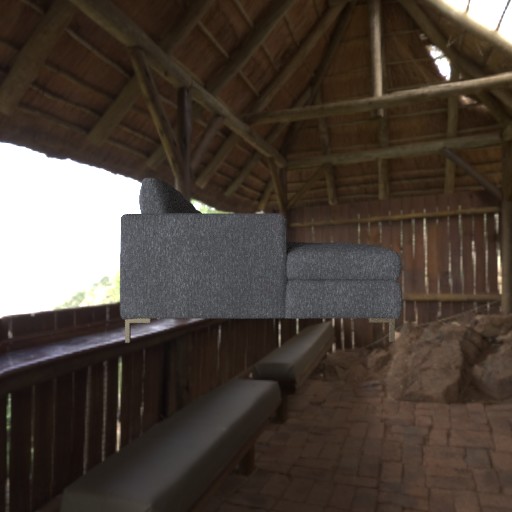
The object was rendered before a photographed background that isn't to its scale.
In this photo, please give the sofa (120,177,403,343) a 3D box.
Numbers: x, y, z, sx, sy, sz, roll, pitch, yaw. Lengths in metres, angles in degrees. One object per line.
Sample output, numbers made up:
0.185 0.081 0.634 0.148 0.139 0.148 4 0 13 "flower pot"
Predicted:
0.000 0.000 3.526 1.350 0.810 2.932 0 0 -1 "sofa"
